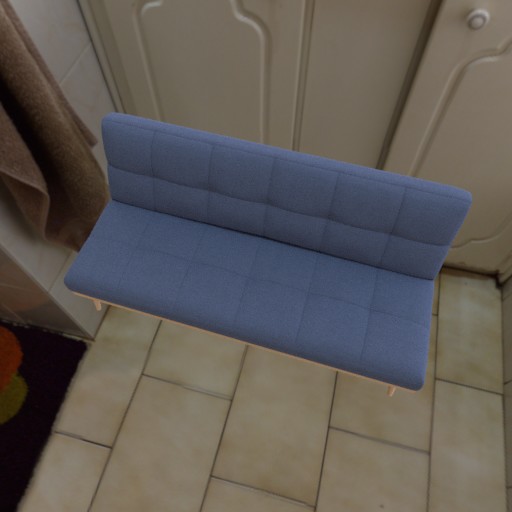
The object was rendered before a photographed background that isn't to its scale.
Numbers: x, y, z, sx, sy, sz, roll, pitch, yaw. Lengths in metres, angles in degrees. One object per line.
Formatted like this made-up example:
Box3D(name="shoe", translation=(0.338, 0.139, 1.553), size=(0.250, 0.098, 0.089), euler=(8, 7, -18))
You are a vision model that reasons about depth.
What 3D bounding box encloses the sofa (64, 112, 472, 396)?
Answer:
Box3D(name="sofa", translation=(0.000, 0.000, 2.220), size=(1.800, 0.800, 0.796), euler=(15, 60, 9))
